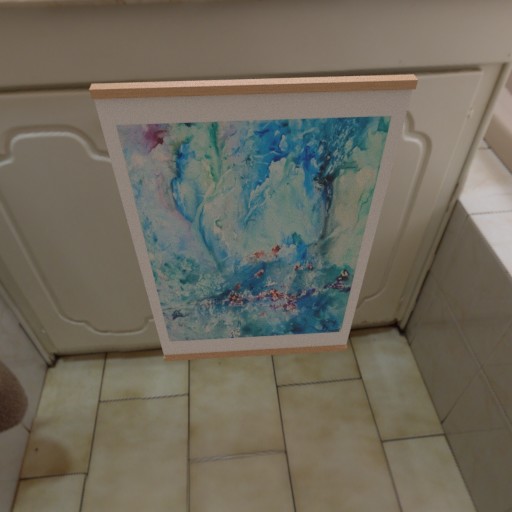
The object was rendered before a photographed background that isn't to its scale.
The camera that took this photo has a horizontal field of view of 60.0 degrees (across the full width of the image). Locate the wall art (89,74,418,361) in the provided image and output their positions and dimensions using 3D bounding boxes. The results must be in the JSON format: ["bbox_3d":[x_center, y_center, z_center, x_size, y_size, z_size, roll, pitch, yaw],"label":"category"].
[{"bbox_3d":[0.000,0.000,0.637,0.335,0.510,0.013,-3,46,-3],"label":"wall art"}]
